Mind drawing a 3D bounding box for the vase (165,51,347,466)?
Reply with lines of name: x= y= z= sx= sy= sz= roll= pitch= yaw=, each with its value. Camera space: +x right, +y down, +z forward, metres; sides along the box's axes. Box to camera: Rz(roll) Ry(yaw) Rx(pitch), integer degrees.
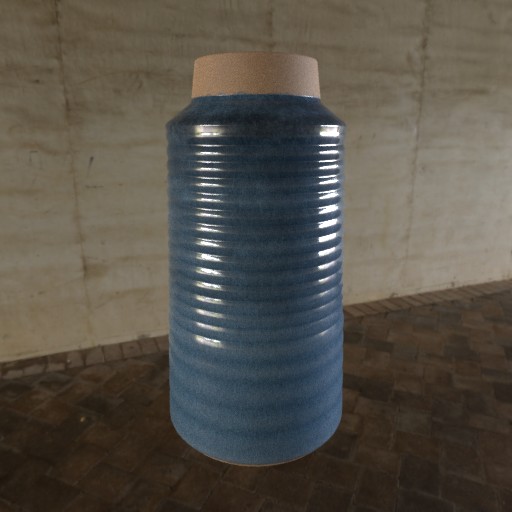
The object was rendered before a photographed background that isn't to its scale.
vase: x=0.000 y=0.000 z=0.390 sx=0.163 sy=0.316 sz=0.163 roll=0 pitch=15 yaw=0
